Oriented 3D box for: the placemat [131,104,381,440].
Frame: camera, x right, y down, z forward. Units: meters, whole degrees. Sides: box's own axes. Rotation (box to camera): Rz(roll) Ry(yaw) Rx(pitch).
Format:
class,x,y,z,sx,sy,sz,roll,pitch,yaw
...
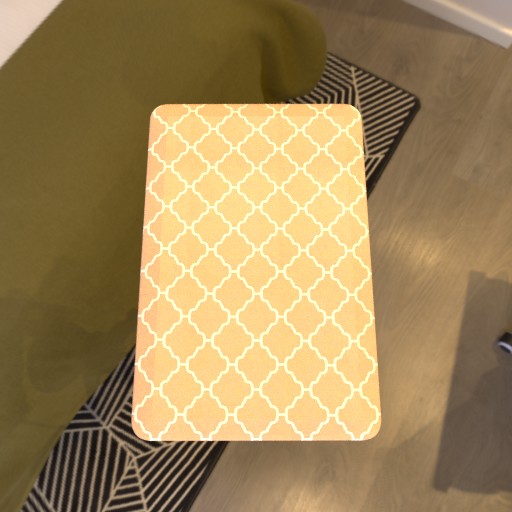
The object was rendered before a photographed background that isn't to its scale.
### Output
class,x,y,z,sx,sy,sz,roll,pitch,yaw
placemat,0.000,0.000,0.977,0.508,0.021,0.762,0,76,0
